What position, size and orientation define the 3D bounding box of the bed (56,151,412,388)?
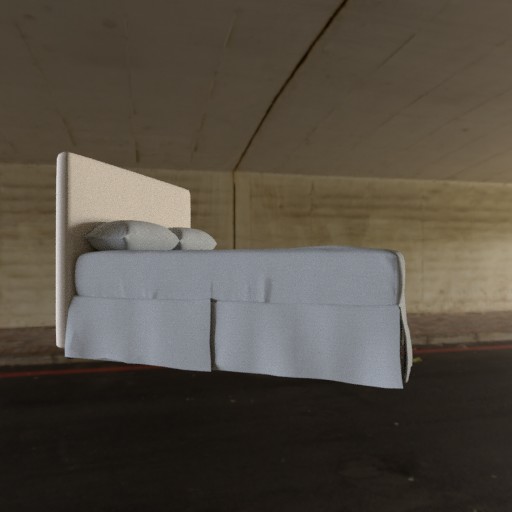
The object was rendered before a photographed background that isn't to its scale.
[{"bbox_3d":[0.000,0.000,3.246,2.142,1.330,1.748,0,0,19],"label":"bed"}]
